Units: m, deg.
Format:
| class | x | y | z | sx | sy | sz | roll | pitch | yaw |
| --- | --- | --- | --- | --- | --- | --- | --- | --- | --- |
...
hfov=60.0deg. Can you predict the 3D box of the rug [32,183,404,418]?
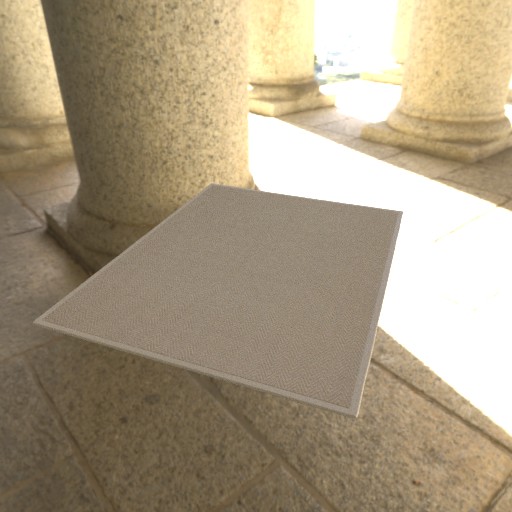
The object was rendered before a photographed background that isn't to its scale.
| class | x | y | z | sx | sy | sz | roll | pitch | yaw |
| --- | --- | --- | --- | --- | --- | --- | --- | --- | --- |
| rug | 0.000 | 0.000 | 4.140 | 2.407 | 0.020 | 3.051 | 11 | 32 | 18 |
